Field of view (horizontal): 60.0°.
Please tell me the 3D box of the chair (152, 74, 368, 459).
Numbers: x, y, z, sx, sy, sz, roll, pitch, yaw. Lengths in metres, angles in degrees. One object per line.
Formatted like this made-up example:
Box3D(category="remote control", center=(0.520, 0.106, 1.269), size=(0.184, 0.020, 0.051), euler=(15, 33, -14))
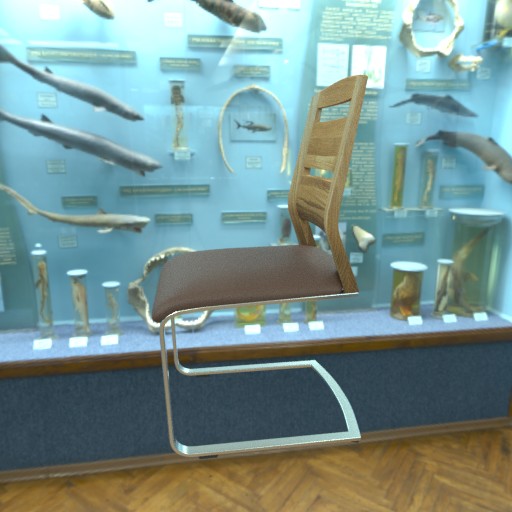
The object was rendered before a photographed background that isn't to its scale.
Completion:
Box3D(category="chair", center=(0.000, 0.000, 1.280), size=(0.570, 0.970, 0.460), euler=(-2, 14, -8))
